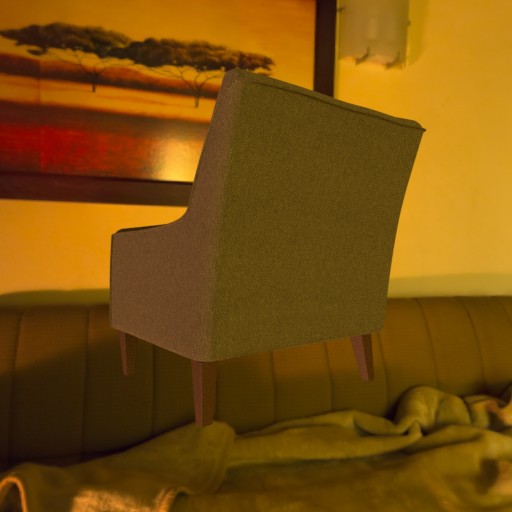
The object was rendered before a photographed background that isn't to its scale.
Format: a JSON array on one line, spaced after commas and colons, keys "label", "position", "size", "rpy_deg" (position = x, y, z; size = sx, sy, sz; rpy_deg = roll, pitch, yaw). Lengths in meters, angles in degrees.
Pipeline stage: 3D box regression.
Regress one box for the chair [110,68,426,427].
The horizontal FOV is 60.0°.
[{"label": "chair", "position": [0.000, 0.000, 1.615], "size": [0.780, 0.919, 0.899], "rpy_deg": [-1, 1, -37]}]
